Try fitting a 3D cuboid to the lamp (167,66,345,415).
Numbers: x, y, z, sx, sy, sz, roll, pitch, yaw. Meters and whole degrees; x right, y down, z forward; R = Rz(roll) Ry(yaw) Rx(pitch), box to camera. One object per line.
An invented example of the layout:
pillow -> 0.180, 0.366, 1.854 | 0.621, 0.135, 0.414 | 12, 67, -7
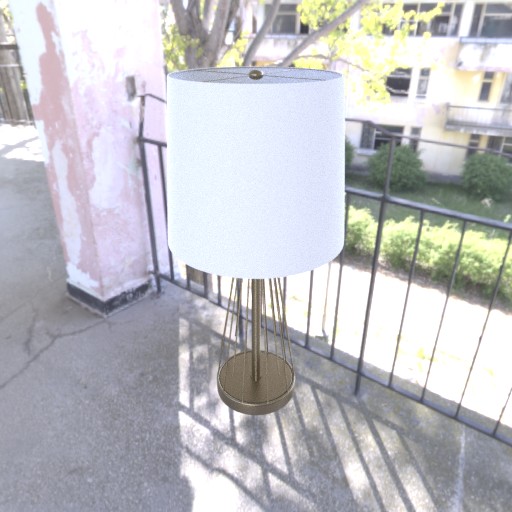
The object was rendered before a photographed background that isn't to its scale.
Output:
lamp -> 0.000, 0.000, 0.794 | 0.303, 0.618, 0.303 | 0, 27, 0
